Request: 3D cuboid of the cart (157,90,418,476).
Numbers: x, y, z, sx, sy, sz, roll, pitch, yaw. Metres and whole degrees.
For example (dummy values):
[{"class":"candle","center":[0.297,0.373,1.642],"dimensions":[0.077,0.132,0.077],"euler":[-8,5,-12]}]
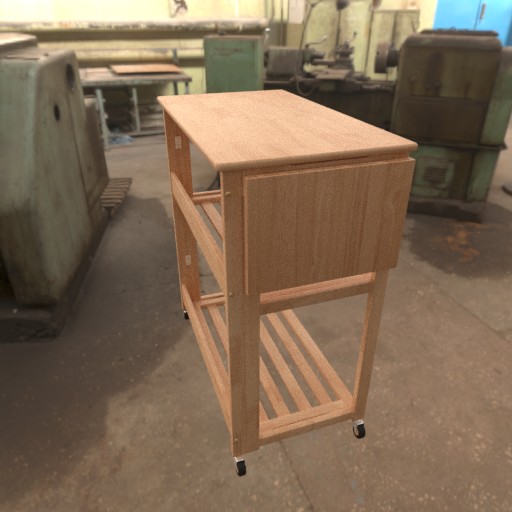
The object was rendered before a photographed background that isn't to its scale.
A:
[{"class":"cart","center":[0.000,0.000,1.400],"dimensions":[0.432,0.879,0.853],"euler":[-10,30,-17]}]
